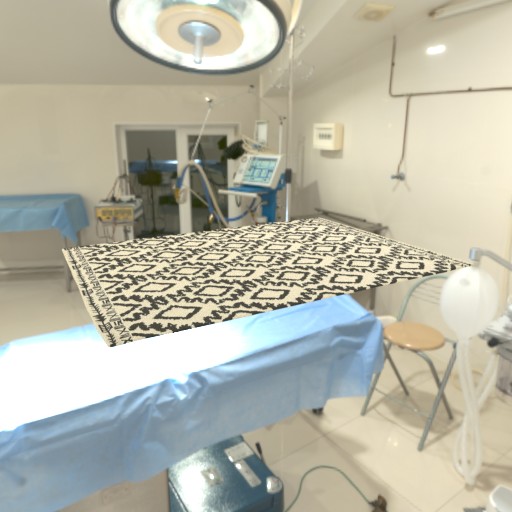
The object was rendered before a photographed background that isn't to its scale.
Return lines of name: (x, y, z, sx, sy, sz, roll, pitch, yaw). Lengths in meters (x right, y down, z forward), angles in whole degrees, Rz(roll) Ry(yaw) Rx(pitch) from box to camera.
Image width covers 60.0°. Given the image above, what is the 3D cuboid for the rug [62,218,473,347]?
rug: (0.000, 0.000, 4.407, 3.369, 0.036, 2.444, -9, 19, -27)
